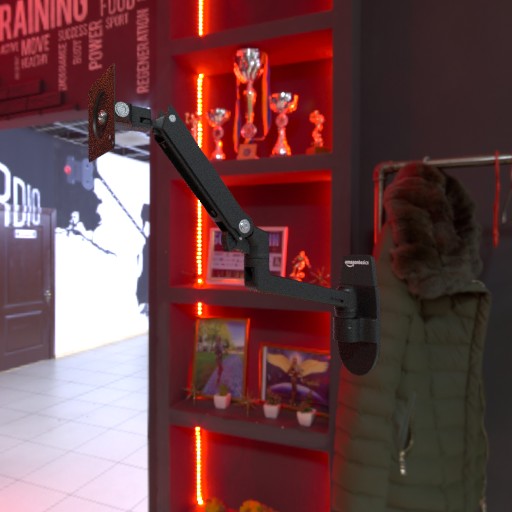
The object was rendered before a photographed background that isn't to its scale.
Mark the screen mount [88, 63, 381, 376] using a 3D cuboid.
[{"bbox_3d":[0.000,0.000,0.719,0.495,0.466,0.115,-1,1,-35],"label":"screen mount"}]
